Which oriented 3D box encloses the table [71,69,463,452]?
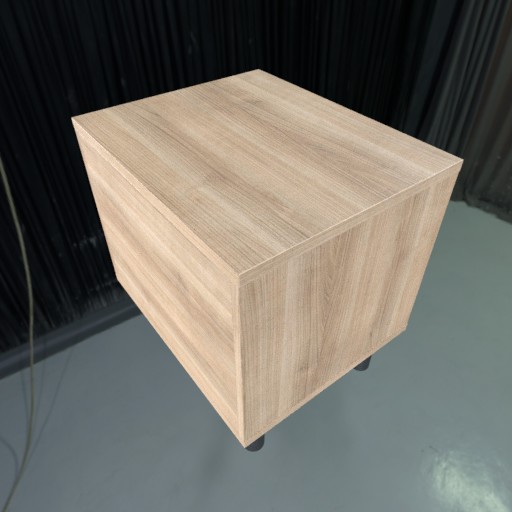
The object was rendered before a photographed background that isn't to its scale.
[{"bbox_3d":[0.000,0.000,0.790,0.380,0.460,0.445,-27,48,-27],"label":"table"}]
